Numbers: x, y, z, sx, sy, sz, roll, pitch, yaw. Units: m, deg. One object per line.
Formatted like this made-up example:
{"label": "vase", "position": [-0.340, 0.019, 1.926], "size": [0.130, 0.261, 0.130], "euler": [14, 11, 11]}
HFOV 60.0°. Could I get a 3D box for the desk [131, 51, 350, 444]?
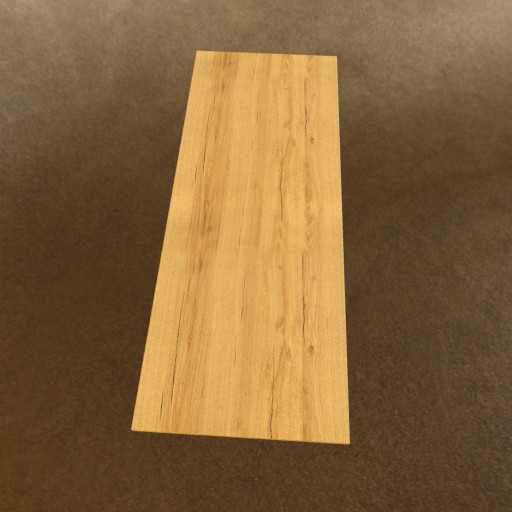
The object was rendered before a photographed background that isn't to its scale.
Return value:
{"label": "desk", "position": [0.000, 0.000, 1.766], "size": [0.550, 0.760, 1.400], "euler": [3, 63, 2]}
